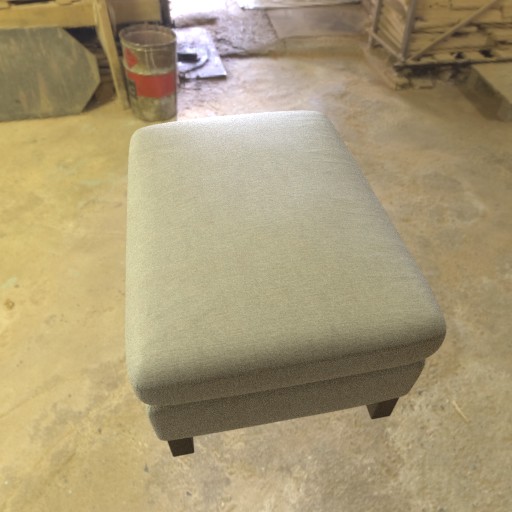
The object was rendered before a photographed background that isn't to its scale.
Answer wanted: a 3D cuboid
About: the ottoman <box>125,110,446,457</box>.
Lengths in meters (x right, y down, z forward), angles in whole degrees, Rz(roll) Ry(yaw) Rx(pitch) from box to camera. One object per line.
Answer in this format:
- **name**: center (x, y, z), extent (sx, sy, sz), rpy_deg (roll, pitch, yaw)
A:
- **ottoman**: center (0.000, 0.000, 1.009), extent (0.528, 0.404, 0.735), rpy_deg (-8, 47, -7)
